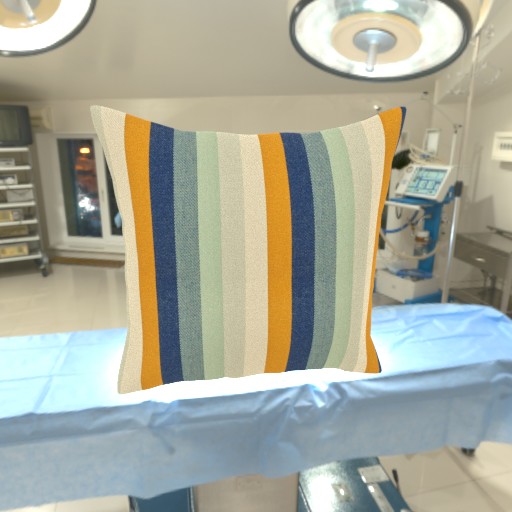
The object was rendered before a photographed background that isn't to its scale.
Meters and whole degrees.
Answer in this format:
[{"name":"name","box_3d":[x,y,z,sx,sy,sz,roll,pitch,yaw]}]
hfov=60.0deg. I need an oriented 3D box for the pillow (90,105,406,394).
[{"name":"pillow","box_3d":[0.000,0.000,0.705,0.463,0.454,0.173,-2,16,-8]}]
